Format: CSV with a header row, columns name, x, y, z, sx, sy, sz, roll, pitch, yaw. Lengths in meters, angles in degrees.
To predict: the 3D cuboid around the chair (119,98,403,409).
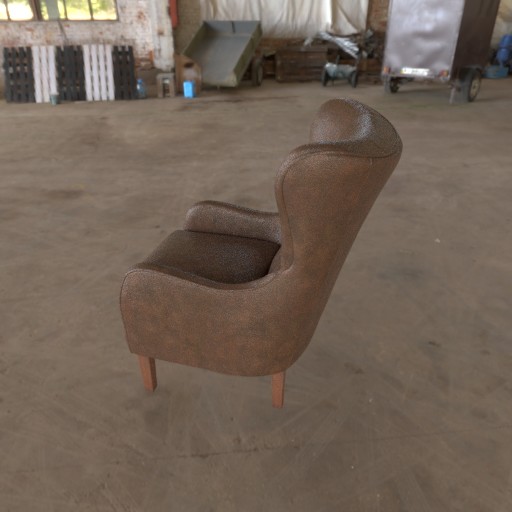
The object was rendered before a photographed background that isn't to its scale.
name,x,y,z,sx,sy,sz,roll,pitch,yaw
chair,0.000,0.000,1.658,0.914,1.048,0.692,7,30,13
